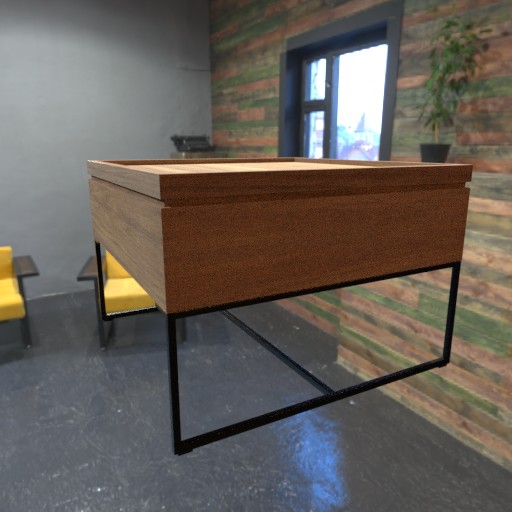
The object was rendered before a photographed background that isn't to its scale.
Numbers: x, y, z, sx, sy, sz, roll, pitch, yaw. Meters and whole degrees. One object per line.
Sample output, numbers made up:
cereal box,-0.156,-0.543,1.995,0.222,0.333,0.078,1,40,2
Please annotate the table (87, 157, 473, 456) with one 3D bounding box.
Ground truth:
table,0.000,0.000,1.122,0.676,0.464,0.679,-7,16,-28
